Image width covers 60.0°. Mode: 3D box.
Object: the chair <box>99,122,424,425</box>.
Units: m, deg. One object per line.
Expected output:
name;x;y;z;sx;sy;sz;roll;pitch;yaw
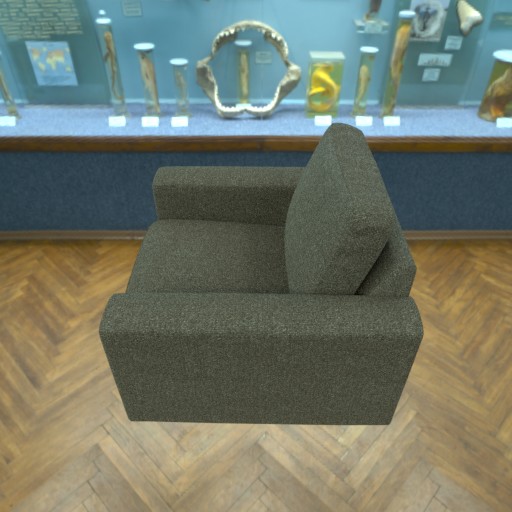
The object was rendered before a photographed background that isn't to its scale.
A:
chair;0.000;0.000;1.769;1.016;0.873;1.005;1;40;1
